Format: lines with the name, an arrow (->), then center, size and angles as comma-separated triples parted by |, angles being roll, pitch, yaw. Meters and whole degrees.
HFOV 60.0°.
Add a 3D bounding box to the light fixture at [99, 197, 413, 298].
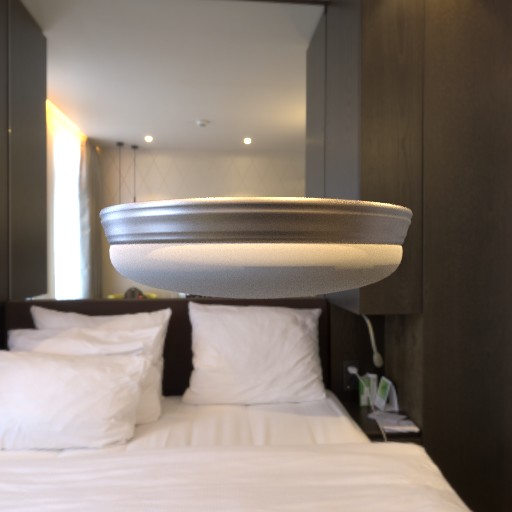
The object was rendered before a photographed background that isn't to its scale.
light fixture -> 0.000, 0.000, 0.552 | 0.368, 0.100, 0.368 | 0, 0, 0
